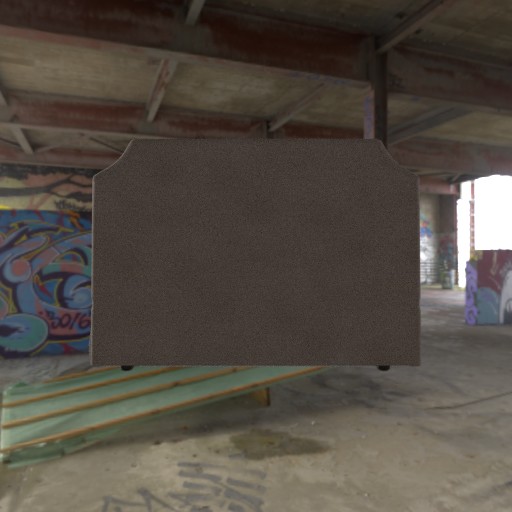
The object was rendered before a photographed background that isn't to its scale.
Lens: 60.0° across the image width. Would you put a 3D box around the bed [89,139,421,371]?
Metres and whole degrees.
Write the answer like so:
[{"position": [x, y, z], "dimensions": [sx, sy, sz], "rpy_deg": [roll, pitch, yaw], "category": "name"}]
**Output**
[{"position": [0.000, 0.000, 3.668], "dimensions": [1.977, 1.293, 2.498], "rpy_deg": [0, 0, 0], "category": "bed"}]
